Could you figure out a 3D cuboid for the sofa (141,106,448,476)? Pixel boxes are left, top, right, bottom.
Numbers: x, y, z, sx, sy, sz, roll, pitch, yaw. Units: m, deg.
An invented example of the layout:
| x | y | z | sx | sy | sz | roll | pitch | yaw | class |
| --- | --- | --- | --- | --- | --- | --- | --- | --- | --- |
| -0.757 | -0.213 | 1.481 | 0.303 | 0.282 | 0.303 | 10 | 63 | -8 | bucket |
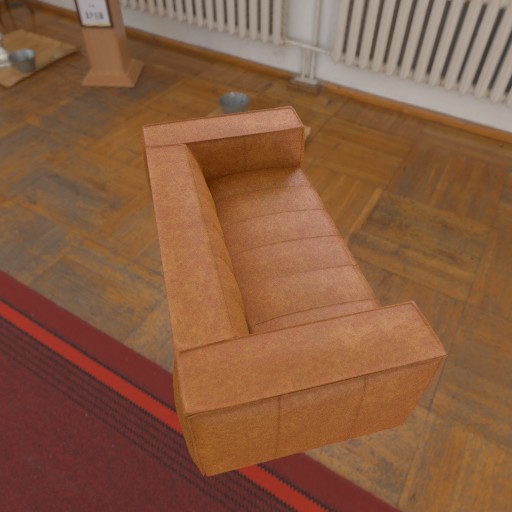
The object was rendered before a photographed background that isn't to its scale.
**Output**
| x | y | z | sx | sy | sz | roll | pitch | yaw | class |
| --- | --- | --- | --- | --- | --- | --- | --- | --- | --- |
| 0.000 | 0.000 | 2.558 | 1.102 | 0.703 | 2.088 | -10 | 47 | -10 | sofa |
